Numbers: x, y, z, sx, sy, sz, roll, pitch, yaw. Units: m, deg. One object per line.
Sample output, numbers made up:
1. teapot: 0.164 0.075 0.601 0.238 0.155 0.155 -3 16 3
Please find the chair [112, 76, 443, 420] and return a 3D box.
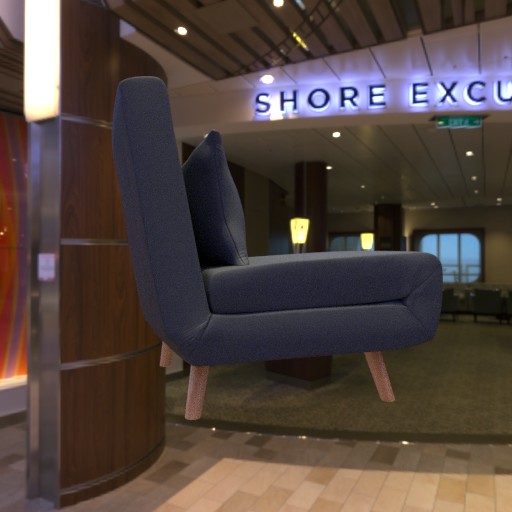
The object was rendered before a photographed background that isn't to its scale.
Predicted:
1. chair: 0.000 0.000 1.454 0.900 0.808 0.770 0 0 -19
